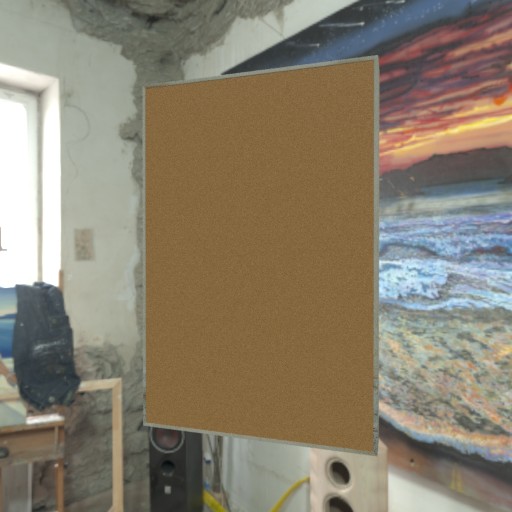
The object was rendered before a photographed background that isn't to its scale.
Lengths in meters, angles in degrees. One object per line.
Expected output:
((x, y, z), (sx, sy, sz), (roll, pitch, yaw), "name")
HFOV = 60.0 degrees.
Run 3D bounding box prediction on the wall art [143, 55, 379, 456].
((0.000, 0.000, 0.476), (0.254, 0.381, 0.038), (0, 0, 17), "wall art")
